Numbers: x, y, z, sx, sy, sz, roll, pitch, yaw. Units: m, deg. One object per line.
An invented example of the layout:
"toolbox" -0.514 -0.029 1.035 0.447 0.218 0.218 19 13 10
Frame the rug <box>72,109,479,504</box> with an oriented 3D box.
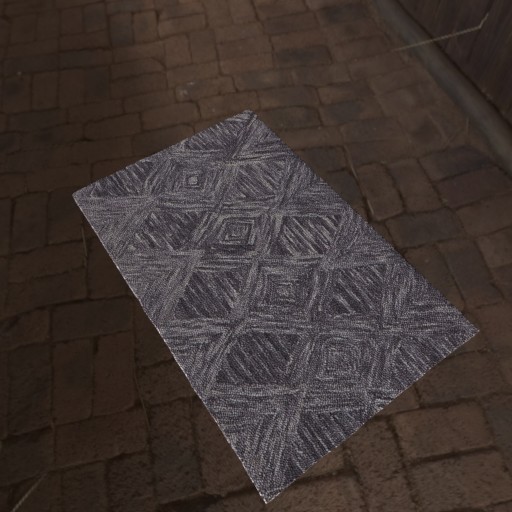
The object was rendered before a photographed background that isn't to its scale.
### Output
"rug" 0.000 0.000 2.205 1.186 0.012 1.814 -31 63 -18
